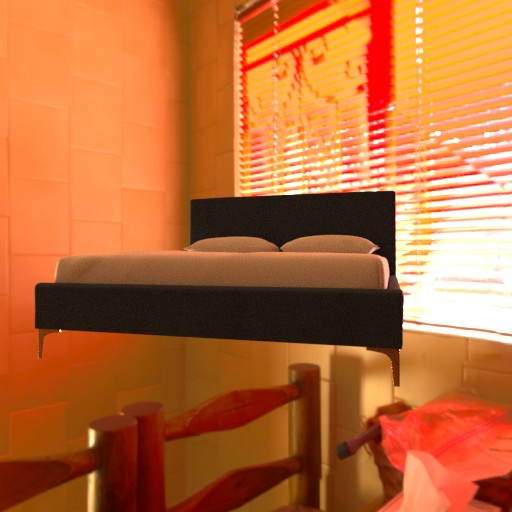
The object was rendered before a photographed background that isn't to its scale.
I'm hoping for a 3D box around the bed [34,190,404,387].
[{"bbox_3d":[0.000,0.000,3.400,2.096,1.231,2.232,0,0,17],"label":"bed"}]
